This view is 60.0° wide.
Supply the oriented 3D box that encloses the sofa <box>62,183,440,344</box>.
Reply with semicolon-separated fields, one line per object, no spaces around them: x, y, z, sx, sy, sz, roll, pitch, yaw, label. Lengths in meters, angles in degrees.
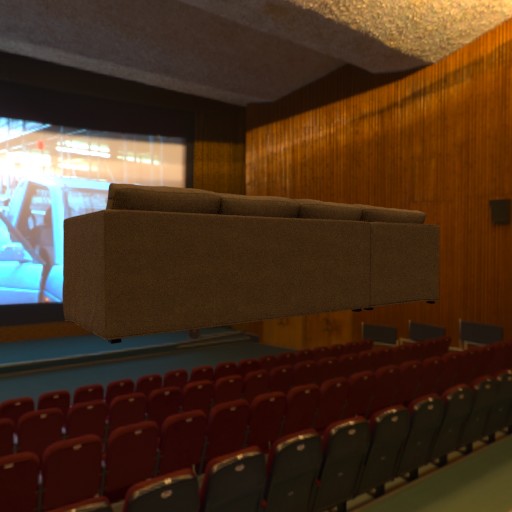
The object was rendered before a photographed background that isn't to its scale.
0.000;0.000;3.950;3.205;0.922;1.650;-1;2;-36;sofa
